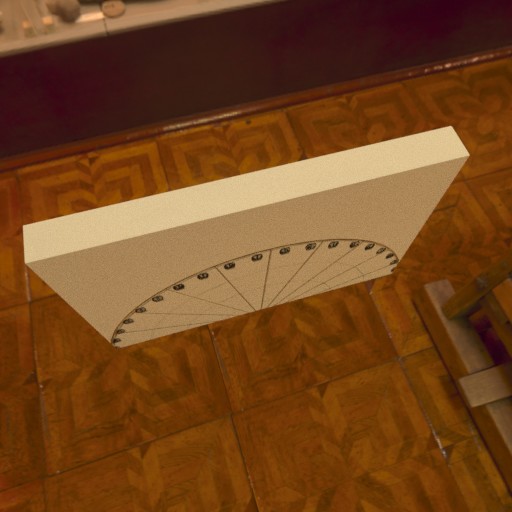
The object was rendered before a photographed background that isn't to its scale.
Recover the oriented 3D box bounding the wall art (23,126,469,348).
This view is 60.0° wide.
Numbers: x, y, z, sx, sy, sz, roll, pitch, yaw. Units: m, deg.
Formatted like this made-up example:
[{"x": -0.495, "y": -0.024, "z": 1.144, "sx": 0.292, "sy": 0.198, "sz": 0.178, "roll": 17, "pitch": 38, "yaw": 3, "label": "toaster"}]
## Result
[{"x": 0.000, "y": 0.000, "z": 0.489, "sx": 0.384, "sy": 0.254, "sz": 0.039, "roll": -14, "pitch": 64, "yaw": -7, "label": "wall art"}]
